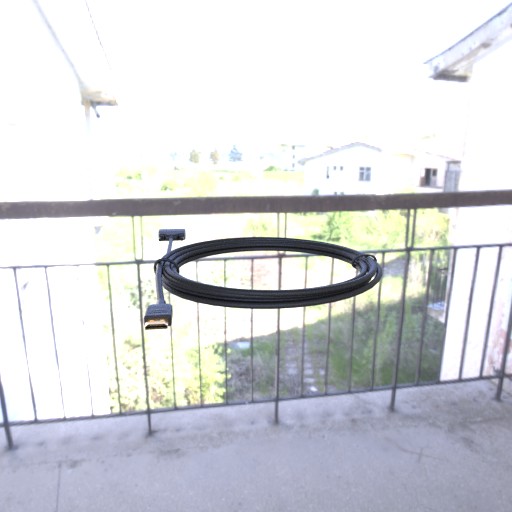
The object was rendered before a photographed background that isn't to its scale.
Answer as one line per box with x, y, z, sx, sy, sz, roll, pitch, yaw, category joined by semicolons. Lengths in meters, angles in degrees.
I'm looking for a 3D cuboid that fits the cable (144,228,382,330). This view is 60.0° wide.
0.000;0.000;0.534;0.257;0.030;0.422;-2;14;-8;cable
